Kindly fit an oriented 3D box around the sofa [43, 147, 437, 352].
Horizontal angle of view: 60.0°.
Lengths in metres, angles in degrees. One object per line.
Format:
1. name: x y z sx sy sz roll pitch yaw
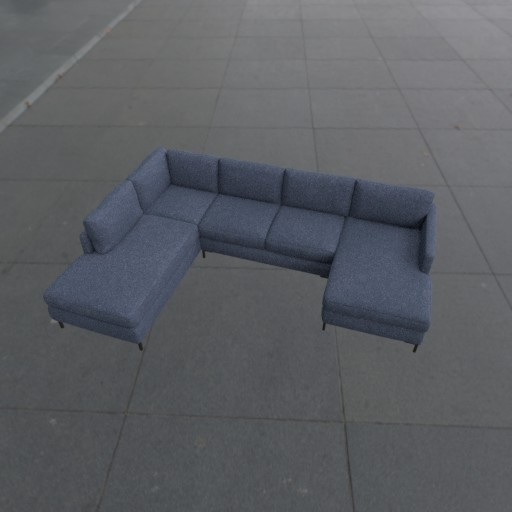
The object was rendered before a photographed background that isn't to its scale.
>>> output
1. sofa: 0.000 0.000 3.873 2.956 0.813 2.007 12 43 13
